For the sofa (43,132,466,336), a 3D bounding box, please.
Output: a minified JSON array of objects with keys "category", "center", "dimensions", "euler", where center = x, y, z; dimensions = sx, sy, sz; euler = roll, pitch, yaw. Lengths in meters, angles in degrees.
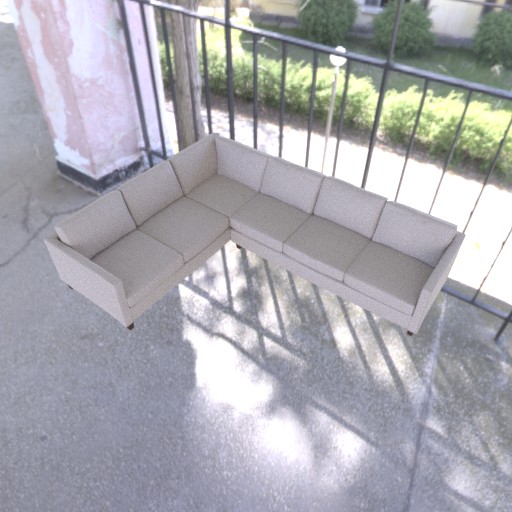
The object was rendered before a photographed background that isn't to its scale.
[{"category":"sofa","center":[0.000,0.000,4.324],"dimensions":[3.182,0.863,2.432],"euler":[27,49,26]}]
